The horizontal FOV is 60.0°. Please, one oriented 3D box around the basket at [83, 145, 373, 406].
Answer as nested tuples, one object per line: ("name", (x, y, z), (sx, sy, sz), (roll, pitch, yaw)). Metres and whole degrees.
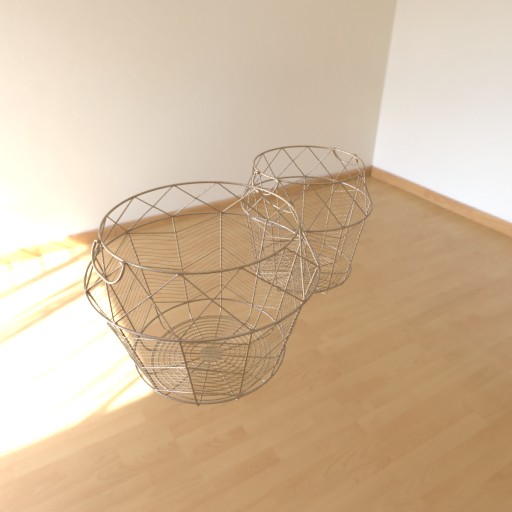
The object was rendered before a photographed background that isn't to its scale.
("basket", (0.000, 0.000, 1.031), (0.451, 0.343, 0.805), (20, 37, 29))
